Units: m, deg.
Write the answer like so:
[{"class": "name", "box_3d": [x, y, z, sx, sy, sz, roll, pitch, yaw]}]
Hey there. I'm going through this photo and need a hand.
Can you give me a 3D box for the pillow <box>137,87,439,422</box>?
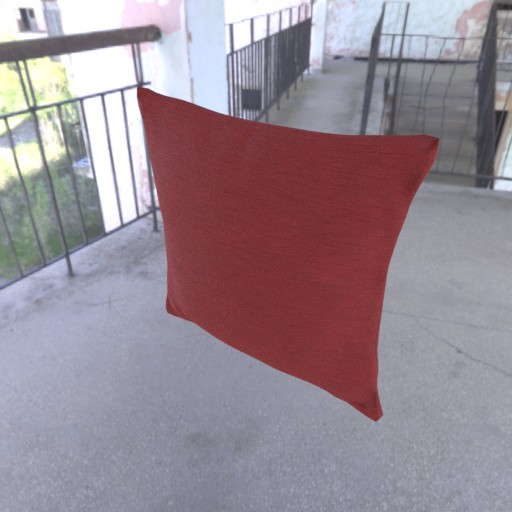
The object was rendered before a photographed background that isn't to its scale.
[{"class": "pillow", "box_3d": [0.000, 0.000, 0.635, 0.435, 0.416, 0.151, 21, 37, 30]}]
